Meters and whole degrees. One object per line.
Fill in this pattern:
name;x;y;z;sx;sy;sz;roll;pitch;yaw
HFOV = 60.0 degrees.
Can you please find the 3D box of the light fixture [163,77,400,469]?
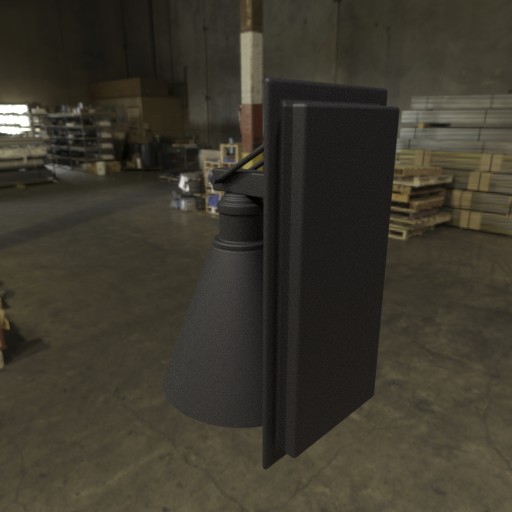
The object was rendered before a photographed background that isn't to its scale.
light fixture;0.000;0.000;0.423;0.207;0.298;0.170;16;23;43
